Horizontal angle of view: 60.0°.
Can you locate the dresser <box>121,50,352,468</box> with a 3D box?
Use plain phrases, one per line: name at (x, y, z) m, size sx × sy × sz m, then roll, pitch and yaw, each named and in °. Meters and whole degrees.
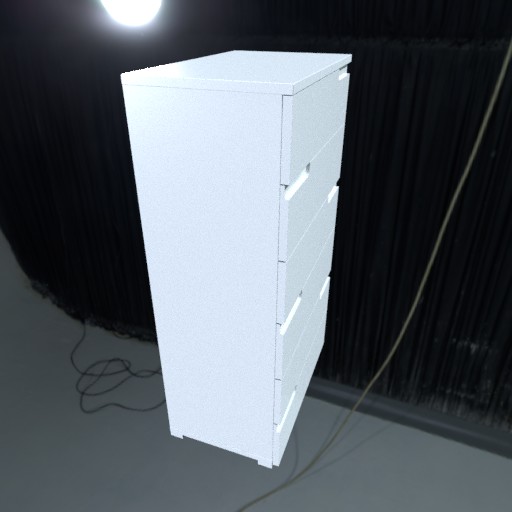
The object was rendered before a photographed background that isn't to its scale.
dresser at (0.000, 0.000, 1.480) m, size 0.400 × 1.190 × 0.650 m, roll 10°, pitch 31°, yaw 18°
